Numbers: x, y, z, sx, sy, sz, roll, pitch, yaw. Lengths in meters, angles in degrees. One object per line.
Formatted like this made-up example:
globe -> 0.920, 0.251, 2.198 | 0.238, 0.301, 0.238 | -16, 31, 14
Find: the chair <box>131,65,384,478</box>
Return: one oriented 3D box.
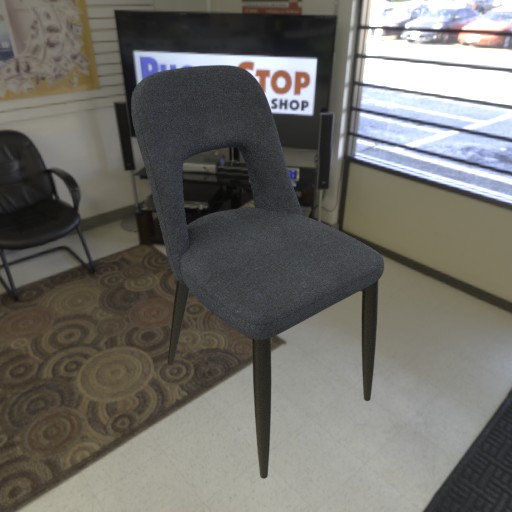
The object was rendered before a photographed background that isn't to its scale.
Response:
chair -> 0.000, 0.000, 1.244 | 0.470, 0.931, 0.612 | -22, 37, -32
